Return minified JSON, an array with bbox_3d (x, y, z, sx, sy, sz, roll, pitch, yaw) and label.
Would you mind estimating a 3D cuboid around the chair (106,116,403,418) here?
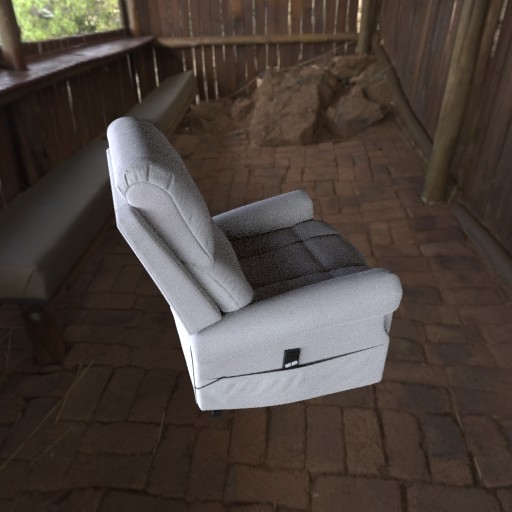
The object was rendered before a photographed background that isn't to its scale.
[{"bbox_3d":[0.000,0.000,1.744,0.979,1.031,0.871,-10,33,-16],"label":"chair"}]
